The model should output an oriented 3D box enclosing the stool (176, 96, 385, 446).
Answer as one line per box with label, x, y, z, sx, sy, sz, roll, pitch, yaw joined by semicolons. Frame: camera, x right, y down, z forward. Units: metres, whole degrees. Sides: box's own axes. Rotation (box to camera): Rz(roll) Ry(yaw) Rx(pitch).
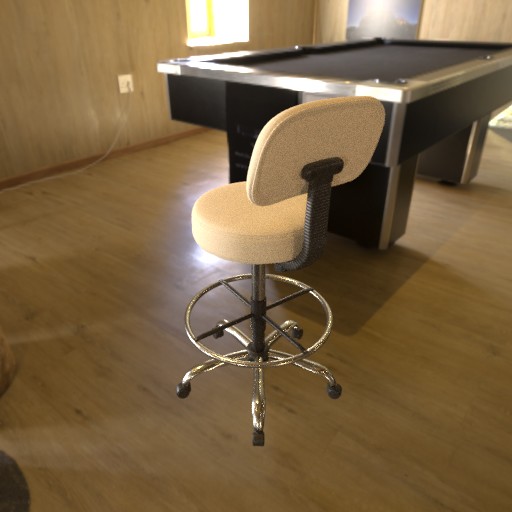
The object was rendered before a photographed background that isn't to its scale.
stool;0.000;0.000;1.460;0.609;1.080;0.616;-20;35;-30
